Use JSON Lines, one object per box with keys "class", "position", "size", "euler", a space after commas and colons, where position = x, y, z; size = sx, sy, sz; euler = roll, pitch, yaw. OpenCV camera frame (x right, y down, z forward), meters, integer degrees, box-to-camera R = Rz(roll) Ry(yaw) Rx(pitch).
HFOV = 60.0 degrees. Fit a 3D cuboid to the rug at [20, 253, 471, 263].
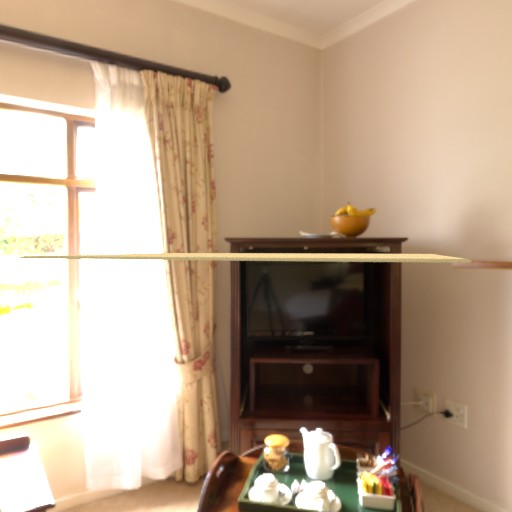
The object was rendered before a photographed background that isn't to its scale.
{"class": "rug", "position": [0.000, 0.000, 3.429], "size": [2.746, 0.018, 1.819], "euler": [0, 1, 17]}
